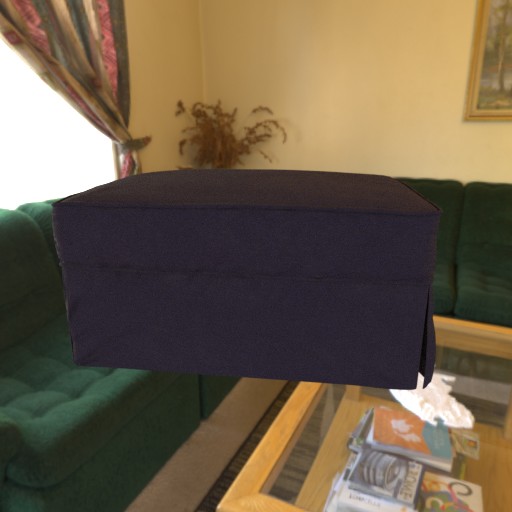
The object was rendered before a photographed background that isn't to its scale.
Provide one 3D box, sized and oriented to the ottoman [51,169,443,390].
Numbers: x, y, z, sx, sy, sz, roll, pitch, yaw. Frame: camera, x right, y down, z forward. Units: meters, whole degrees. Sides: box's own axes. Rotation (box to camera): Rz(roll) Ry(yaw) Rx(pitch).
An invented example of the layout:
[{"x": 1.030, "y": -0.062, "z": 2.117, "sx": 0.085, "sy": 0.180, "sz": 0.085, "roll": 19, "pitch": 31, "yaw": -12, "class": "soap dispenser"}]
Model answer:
[{"x": 0.000, "y": 0.000, "z": 1.329, "sx": 0.938, "sy": 0.503, "sz": 0.637, "roll": 2, "pitch": 17, "yaw": 7, "class": "ottoman"}]
